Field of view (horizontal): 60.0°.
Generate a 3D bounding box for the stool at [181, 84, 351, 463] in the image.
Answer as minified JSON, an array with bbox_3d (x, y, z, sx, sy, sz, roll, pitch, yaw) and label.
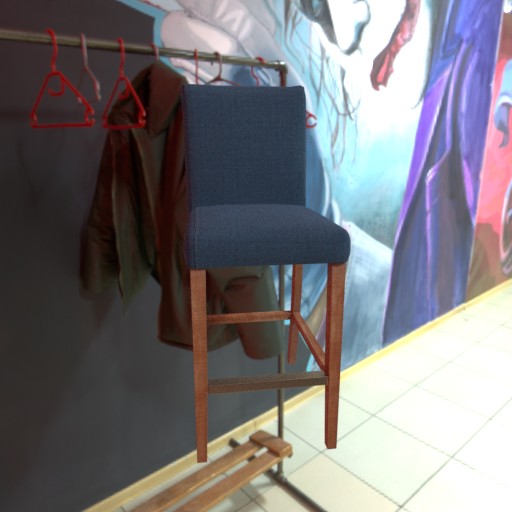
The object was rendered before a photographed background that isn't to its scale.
[{"bbox_3d":[0.000,0.000,1.436,0.454,1.088,0.574,-2,16,-8],"label":"stool"}]
